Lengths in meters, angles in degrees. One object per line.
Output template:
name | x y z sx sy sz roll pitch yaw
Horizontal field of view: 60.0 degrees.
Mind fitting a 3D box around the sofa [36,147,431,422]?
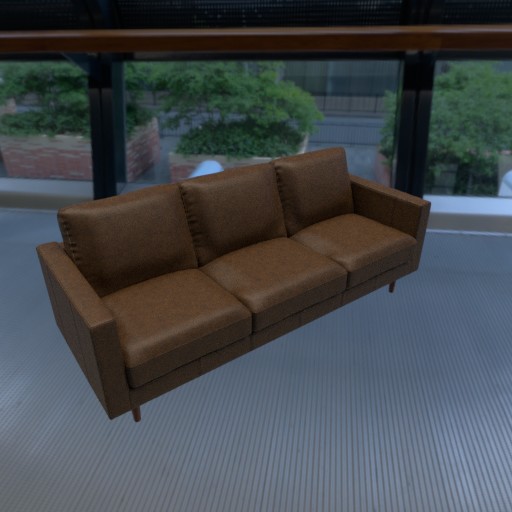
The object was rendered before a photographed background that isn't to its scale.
sofa | 0.000 0.000 2.703 2.231 0.930 0.903 -20 34 -31
